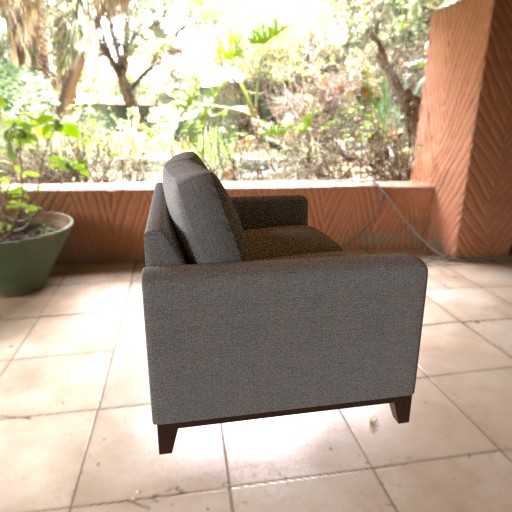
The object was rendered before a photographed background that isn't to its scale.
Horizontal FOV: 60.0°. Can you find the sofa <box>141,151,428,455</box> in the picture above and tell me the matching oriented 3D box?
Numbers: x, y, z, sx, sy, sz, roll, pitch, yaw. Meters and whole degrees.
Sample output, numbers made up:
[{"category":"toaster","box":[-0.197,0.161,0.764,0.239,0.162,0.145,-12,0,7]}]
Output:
[{"category":"sofa","box":[0.000,0.000,2.019,0.917,0.873,1.420,-3,17,-10]}]
